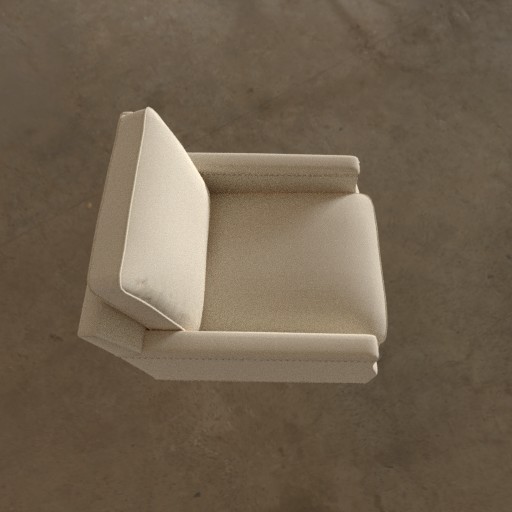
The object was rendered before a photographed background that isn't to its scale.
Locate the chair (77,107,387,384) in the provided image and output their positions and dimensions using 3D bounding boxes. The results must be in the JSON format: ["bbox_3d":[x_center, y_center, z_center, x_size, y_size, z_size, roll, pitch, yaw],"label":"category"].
[{"bbox_3d":[0.000,0.000,1.737,1.014,0.943,0.853,1,64,0],"label":"chair"}]
